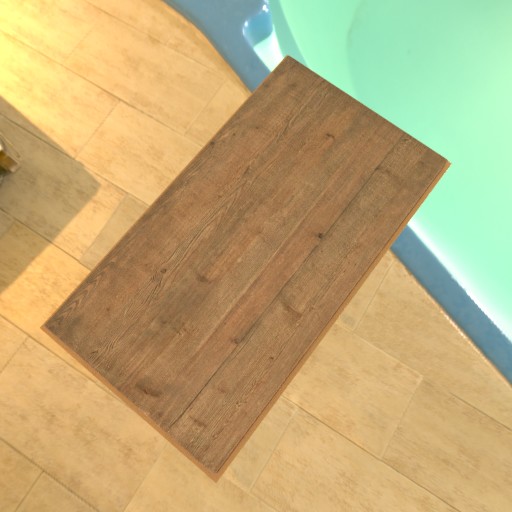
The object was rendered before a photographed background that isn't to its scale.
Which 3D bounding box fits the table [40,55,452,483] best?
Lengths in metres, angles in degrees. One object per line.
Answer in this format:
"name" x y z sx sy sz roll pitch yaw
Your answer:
"table" 0.000 0.000 1.770 0.775 0.468 1.387 37 78 9
